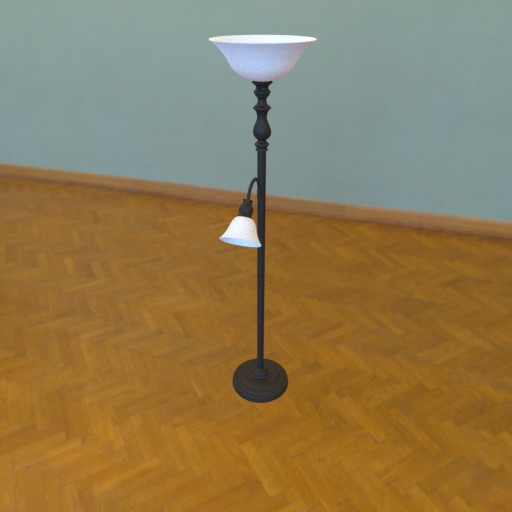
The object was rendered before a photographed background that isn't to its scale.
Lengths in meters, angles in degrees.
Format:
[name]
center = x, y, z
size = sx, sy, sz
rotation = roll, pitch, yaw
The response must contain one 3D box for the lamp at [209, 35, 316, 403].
[lamp]
center = 0.000, 0.000, 2.044
size = 0.405, 1.793, 0.588
rotation = 8, 31, 13
